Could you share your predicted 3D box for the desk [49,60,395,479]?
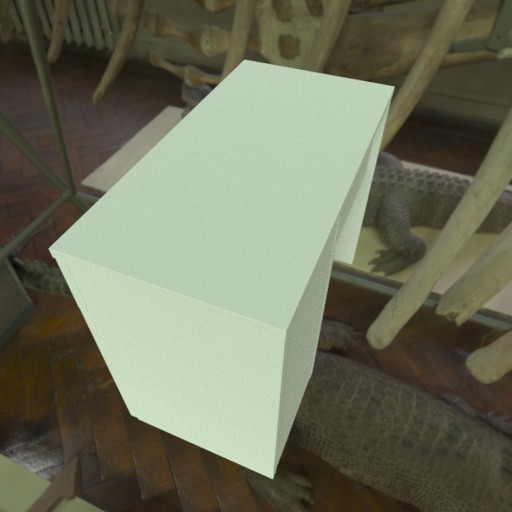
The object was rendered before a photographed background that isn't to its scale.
[{"bbox_3d":[0.000,0.000,1.310,0.482,0.730,0.898,17,49,15],"label":"desk"}]
